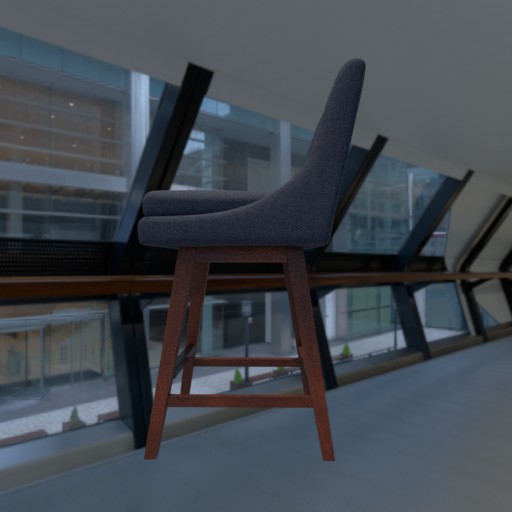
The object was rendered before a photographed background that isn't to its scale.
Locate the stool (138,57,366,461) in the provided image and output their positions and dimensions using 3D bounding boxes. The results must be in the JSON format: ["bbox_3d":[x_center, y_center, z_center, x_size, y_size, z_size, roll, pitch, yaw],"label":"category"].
[{"bbox_3d":[0.000,0.000,1.191,0.524,0.895,0.467,0,0,1],"label":"stool"}]
